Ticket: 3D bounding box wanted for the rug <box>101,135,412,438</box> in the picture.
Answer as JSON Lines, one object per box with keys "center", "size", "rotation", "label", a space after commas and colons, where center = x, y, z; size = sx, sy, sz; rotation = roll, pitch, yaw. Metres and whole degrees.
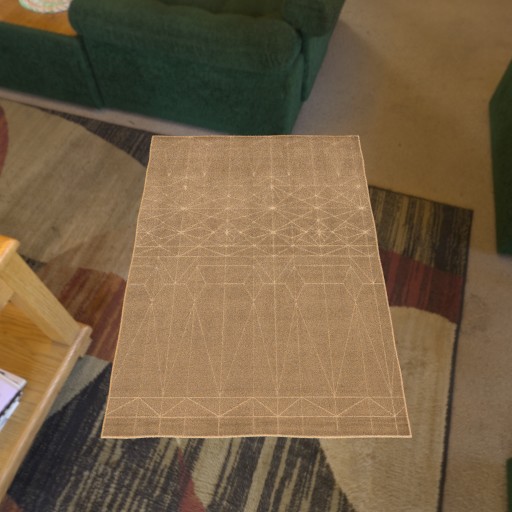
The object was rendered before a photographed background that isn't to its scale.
{"center": [0.000, 0.000, 4.356], "size": [2.449, 0.019, 3.357], "rotation": [0, 58, 0], "label": "rug"}
